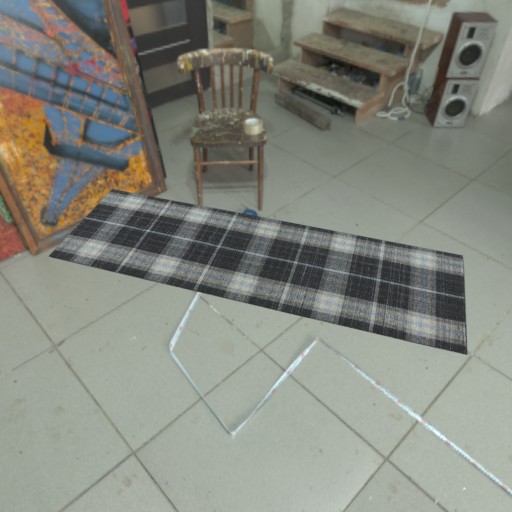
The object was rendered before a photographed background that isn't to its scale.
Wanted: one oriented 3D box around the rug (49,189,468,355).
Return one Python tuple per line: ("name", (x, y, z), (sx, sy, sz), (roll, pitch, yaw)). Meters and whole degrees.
("rug", (0.000, 0.000, 2.719), (2.434, 0.012, 0.760), (12, 45, 12))
